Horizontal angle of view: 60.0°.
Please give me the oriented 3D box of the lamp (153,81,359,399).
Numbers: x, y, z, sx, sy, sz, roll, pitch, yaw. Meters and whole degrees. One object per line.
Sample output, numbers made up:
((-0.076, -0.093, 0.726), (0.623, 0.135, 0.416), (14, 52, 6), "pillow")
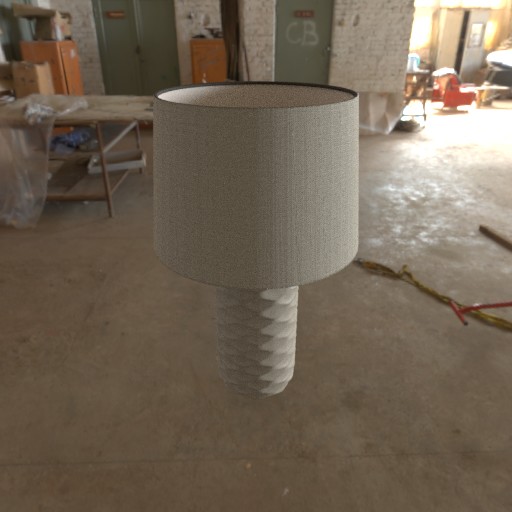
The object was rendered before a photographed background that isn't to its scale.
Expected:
((0.000, 0.000, 0.849), (0.376, 0.594, 0.376), (0, 27, 0), "lamp")
